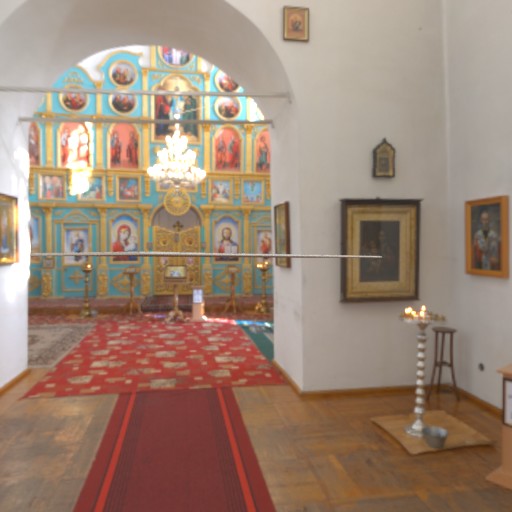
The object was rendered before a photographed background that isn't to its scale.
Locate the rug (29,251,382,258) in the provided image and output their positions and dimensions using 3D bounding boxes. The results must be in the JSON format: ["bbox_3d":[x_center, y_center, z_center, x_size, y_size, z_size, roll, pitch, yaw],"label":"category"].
[{"bbox_3d":[0.000,0.000,2.470,0.662,0.011,2.196,0,-1,35],"label":"rug"}]
